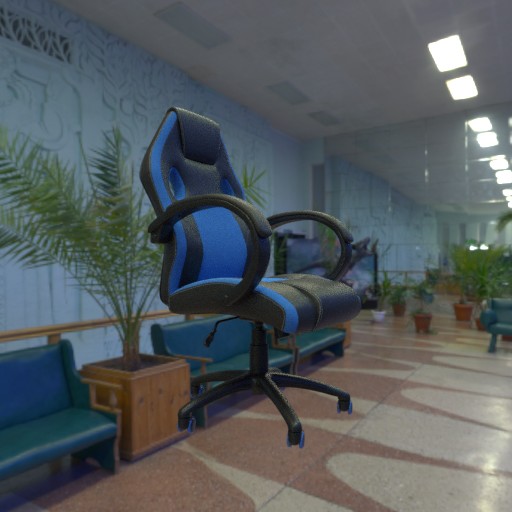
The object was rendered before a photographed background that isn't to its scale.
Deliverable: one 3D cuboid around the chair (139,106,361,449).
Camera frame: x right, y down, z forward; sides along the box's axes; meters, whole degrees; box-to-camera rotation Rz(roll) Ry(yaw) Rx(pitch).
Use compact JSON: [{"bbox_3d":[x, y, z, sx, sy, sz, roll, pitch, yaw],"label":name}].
[{"bbox_3d":[0.000,0.000,1.669,0.724,1.187,0.673,0,0,35],"label":"chair"}]
